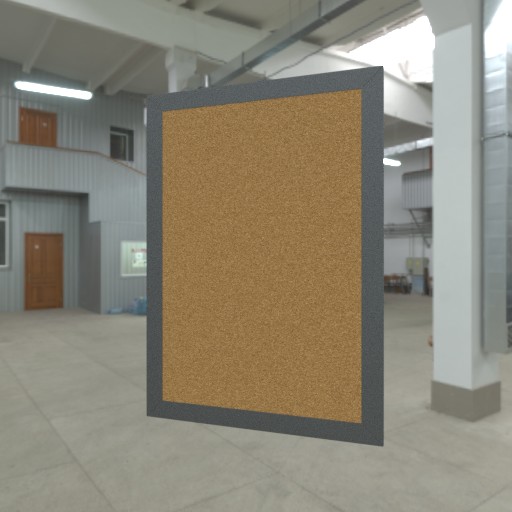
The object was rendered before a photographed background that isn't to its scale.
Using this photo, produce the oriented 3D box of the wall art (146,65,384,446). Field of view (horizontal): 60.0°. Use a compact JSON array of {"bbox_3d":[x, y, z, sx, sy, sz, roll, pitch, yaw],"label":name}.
[{"bbox_3d":[0.000,0.000,0.685,0.380,0.534,0.013,0,0,18],"label":"wall art"}]
